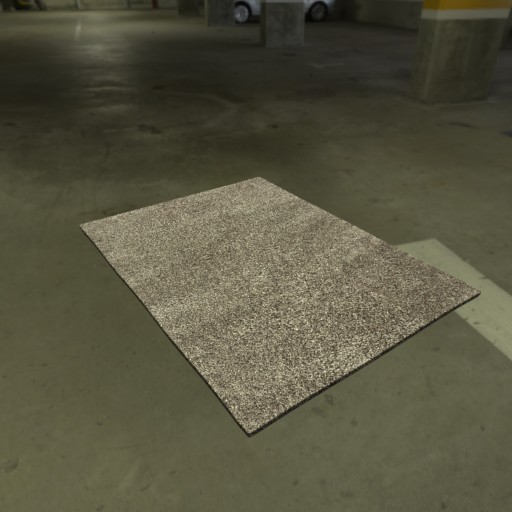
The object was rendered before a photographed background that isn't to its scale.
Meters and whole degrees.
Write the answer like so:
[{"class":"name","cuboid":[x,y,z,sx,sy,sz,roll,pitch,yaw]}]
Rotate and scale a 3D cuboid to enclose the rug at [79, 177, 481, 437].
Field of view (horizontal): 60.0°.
[{"class":"rug","cuboid":[0.000,0.000,2.130,1.198,0.025,1.601,-21,37,-30]}]
